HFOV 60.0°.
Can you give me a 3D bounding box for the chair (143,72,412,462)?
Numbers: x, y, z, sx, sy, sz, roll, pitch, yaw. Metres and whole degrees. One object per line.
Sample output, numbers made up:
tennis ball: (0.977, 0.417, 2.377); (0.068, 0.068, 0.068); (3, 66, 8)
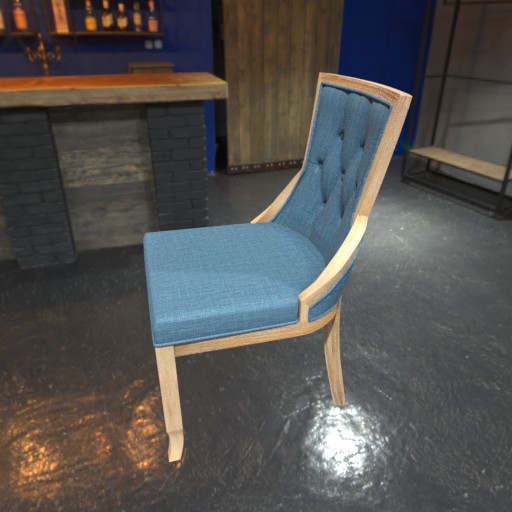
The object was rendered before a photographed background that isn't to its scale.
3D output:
chair: (0.000, 0.000, 1.305); (0.641, 0.947, 0.524); (-7, 29, -13)
